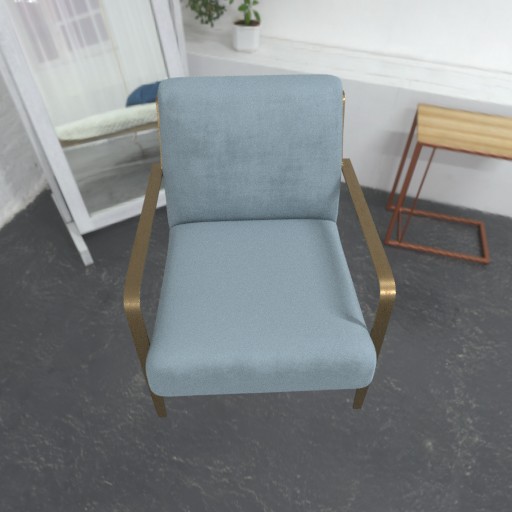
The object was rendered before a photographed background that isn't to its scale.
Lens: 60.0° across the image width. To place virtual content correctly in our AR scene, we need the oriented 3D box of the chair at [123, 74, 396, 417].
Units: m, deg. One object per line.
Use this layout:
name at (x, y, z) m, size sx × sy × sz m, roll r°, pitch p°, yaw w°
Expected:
chair at (0.000, 0.000, 1.449) m, size 0.701 × 0.824 × 0.842 m, roll -2°, pitch 48°, yaw -2°
